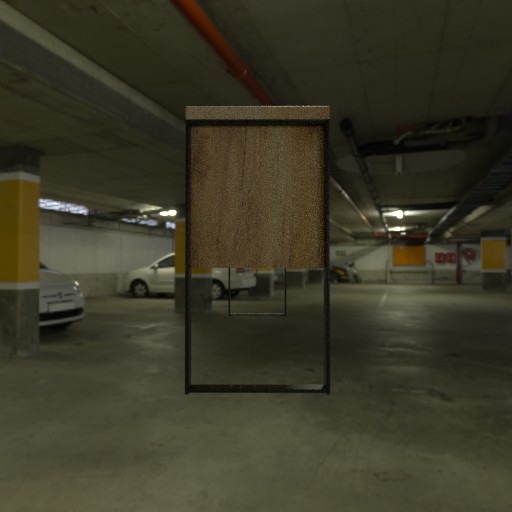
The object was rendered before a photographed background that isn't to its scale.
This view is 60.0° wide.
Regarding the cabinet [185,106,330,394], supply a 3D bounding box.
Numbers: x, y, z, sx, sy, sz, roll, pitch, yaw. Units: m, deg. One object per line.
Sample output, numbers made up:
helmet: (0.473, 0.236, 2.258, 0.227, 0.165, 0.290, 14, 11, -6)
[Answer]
cabinet: (0.000, 0.000, 2.071, 0.395, 0.762, 1.800, 0, -1, 0)
